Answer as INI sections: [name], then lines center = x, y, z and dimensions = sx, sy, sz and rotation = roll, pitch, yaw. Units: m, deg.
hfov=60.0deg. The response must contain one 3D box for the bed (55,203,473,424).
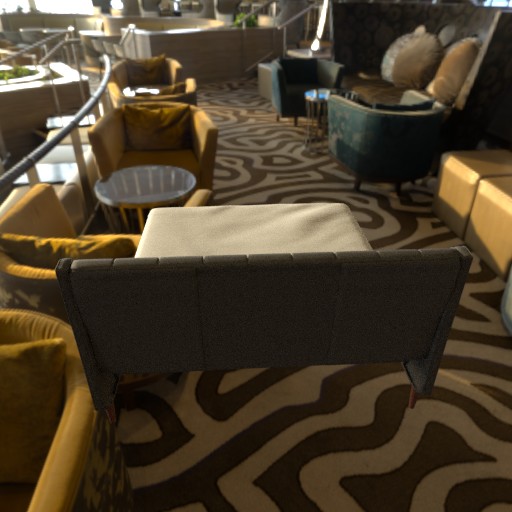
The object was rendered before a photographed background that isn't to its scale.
[bed]
center = 0.000, 0.000, 2.540
dimensions = 1.531, 0.933, 1.638
rotation = -2, 31, -3
